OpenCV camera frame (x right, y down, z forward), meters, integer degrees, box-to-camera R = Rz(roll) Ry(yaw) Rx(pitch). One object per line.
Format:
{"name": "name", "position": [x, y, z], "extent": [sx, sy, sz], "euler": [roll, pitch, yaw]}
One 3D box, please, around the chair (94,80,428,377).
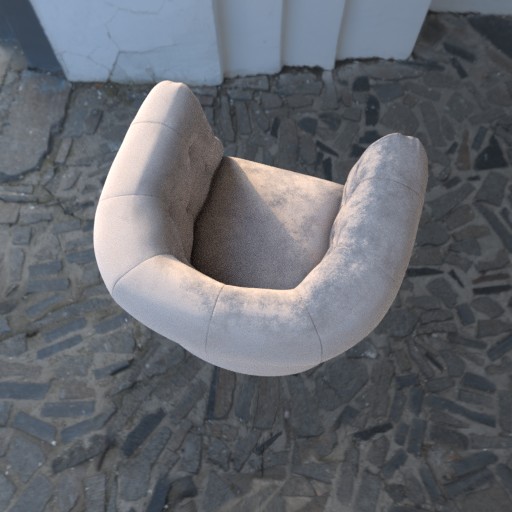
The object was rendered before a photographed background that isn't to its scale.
{"name": "chair", "position": [0.000, 0.000, 1.549], "extent": [0.904, 0.826, 0.851], "euler": [15, 66, 7]}
